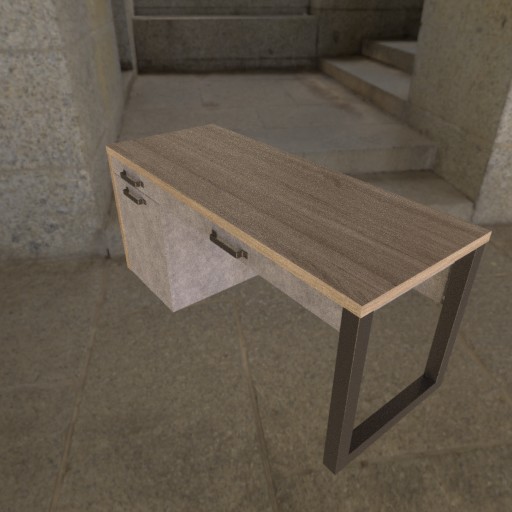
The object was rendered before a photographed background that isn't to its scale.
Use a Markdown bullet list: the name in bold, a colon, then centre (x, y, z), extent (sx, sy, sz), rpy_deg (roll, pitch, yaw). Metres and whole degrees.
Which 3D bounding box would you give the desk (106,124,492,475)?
- **desk**: centre (0.000, 0.000, 2.083), extent (0.690, 0.760, 1.700), rpy_deg (-22, 38, -32)
